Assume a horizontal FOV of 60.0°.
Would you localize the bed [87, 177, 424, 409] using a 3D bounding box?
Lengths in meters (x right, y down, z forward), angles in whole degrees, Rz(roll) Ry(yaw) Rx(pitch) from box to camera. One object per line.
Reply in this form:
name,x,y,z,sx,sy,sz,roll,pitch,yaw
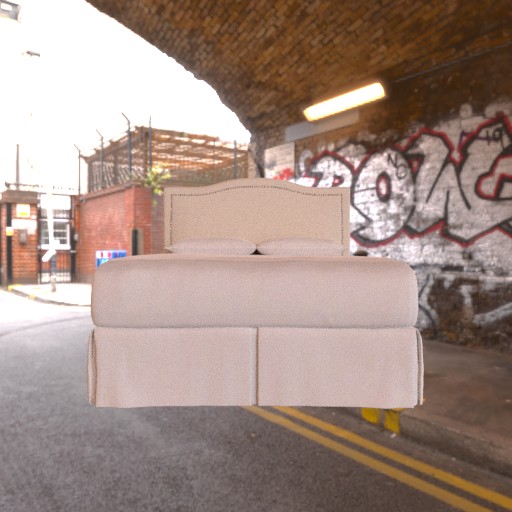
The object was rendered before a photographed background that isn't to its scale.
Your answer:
bed,0.000,0.000,3.180,1.753,1.460,2.143,0,0,0
